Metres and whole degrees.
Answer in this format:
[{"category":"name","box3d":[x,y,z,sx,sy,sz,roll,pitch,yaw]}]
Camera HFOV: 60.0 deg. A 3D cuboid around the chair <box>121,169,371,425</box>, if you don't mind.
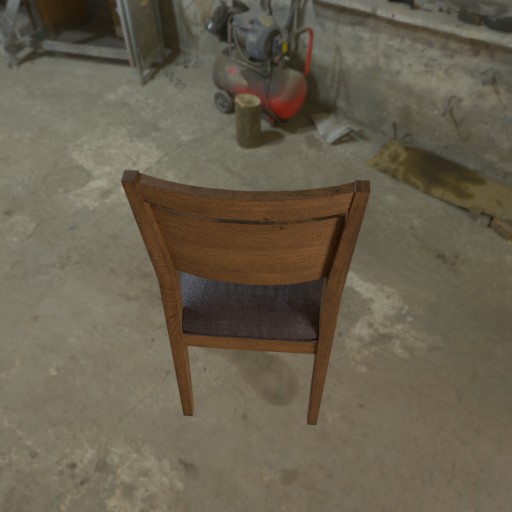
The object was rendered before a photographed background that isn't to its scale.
[{"category":"chair","box3d":[0.000,0.000,1.275,0.501,0.939,0.610,3,47,3]}]
